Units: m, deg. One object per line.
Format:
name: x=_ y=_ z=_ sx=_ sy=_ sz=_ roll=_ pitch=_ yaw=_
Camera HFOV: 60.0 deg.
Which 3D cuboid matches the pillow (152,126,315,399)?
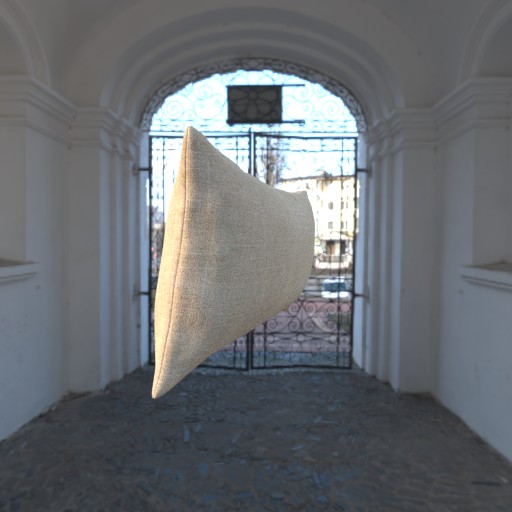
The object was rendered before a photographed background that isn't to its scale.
pillow: x=0.000 y=0.000 z=0.744 sx=0.155 sy=0.282 sz=0.612 roll=1 pitch=2 yaw=17
